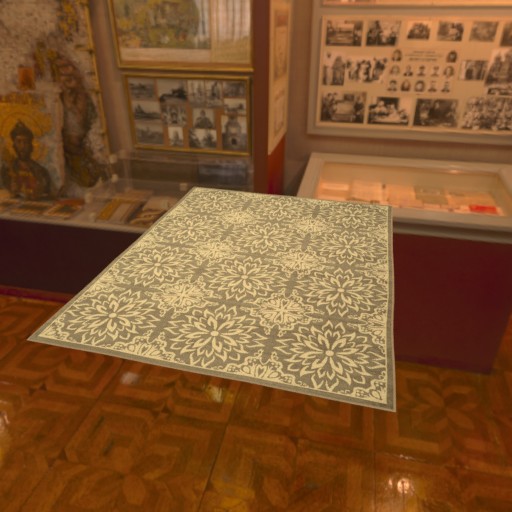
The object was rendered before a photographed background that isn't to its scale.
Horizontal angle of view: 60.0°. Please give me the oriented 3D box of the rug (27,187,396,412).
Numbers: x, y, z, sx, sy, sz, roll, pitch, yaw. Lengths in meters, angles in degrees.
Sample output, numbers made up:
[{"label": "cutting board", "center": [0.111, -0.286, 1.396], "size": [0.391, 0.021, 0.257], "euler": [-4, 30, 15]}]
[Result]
[{"label": "rug", "center": [0.000, 0.000, 3.934], "size": [2.363, 0.012, 2.980], "euler": [7, 30, 13]}]
